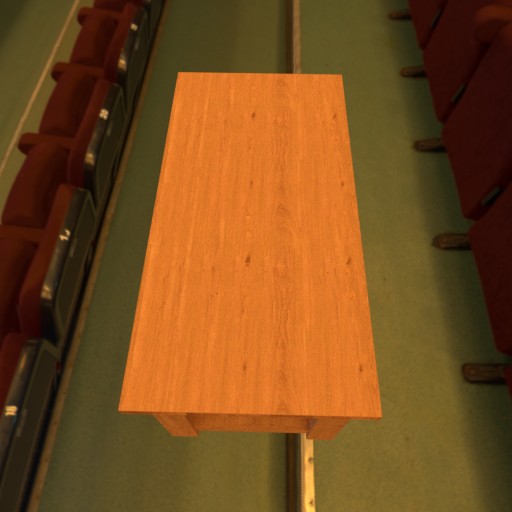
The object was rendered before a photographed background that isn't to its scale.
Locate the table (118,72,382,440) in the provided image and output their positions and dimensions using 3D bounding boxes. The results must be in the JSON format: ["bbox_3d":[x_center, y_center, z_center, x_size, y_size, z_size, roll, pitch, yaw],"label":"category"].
[{"bbox_3d":[0.000,0.000,1.179,0.450,0.452,0.899,1,59,1],"label":"table"}]
